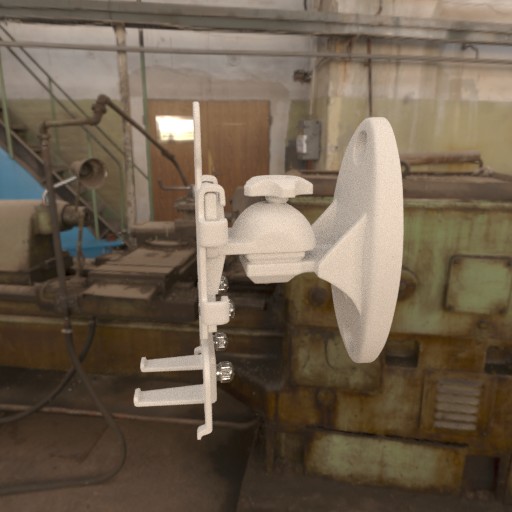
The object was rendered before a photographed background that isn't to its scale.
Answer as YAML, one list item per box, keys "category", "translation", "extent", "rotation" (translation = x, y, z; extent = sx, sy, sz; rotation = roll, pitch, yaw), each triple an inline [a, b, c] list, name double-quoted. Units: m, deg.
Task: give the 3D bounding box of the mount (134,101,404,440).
- category: "mount"
  translation: [0.000, 0.000, 0.180]
  extent: [0.100, 0.118, 0.066]
  rotation: [-2, 16, -8]
